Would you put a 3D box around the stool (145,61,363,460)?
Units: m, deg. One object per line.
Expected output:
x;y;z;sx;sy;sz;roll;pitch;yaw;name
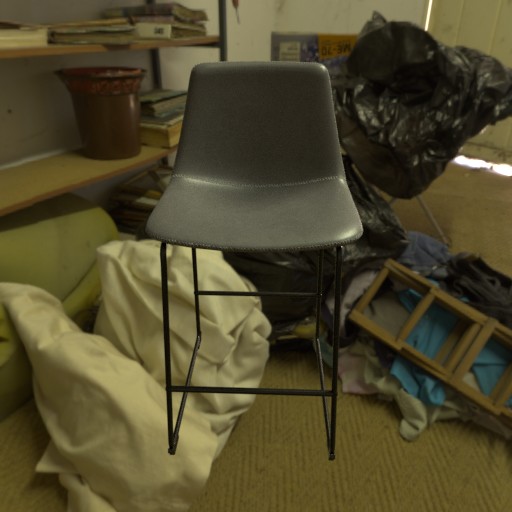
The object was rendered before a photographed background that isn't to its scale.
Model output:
0.000;0.000;1.138;0.470;0.876;0.546;1;29;2;stool
